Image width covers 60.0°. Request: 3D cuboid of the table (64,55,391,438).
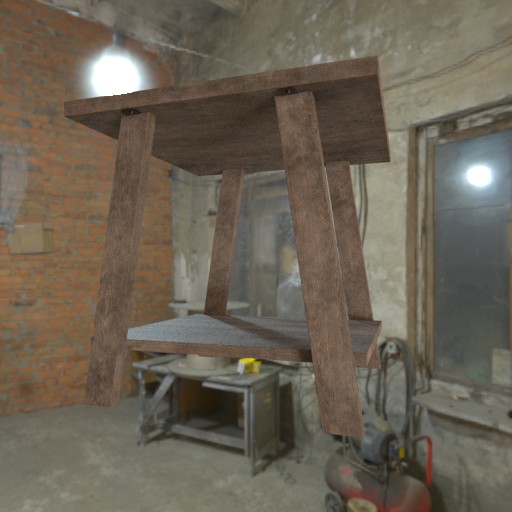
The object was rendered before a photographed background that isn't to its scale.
[{"bbox_3d":[0.000,0.000,1.073,0.610,0.610,0.610,-1,-2,19],"label":"table"}]
